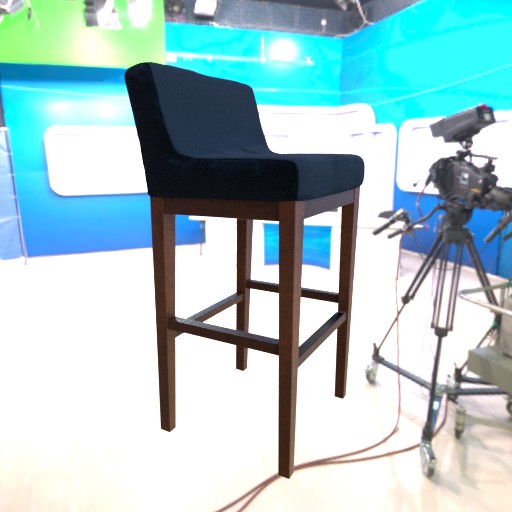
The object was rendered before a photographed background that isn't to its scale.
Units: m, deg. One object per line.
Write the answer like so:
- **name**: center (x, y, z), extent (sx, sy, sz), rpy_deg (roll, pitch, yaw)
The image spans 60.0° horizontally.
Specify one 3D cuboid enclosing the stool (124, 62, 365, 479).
- **stool**: center (0.000, 0.000, 1.312), extent (0.500, 1.037, 0.511), rpy_deg (8, 16, 28)
